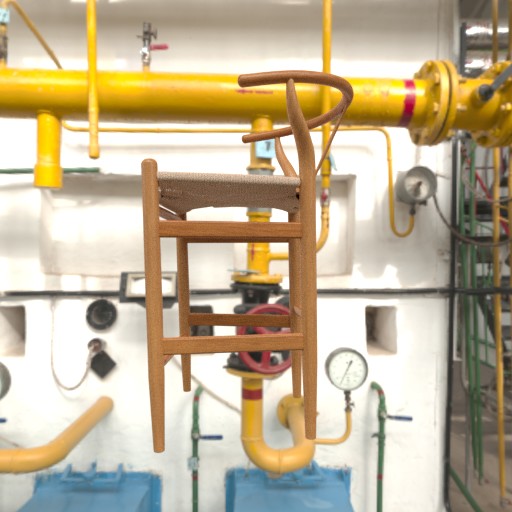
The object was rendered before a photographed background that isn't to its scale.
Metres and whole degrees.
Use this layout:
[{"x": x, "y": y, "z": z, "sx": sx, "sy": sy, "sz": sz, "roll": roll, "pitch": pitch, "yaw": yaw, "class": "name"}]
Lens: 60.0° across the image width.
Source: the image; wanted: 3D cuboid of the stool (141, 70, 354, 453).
[{"x": 0.000, "y": 0.000, "z": 1.353, "sx": 0.579, "sy": 0.970, "sz": 0.569, "roll": 0, "pitch": 0, "yaw": -1, "class": "stool"}]
